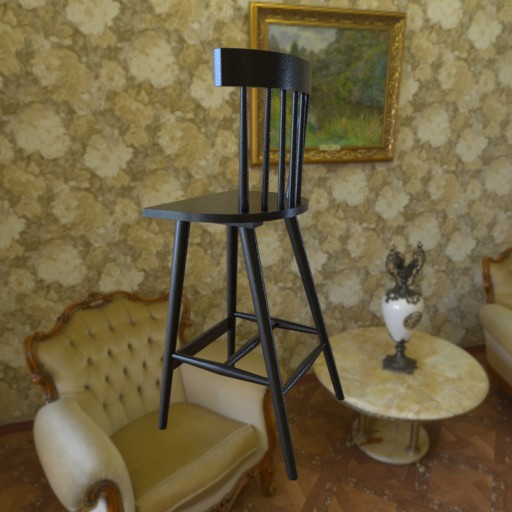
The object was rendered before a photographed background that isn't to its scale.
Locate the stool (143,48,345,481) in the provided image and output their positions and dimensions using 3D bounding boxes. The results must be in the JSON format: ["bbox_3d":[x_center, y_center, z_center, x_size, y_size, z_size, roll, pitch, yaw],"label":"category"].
[{"bbox_3d":[0.000,0.000,1.349,0.483,1.092,0.482,8,17,27],"label":"stool"}]
